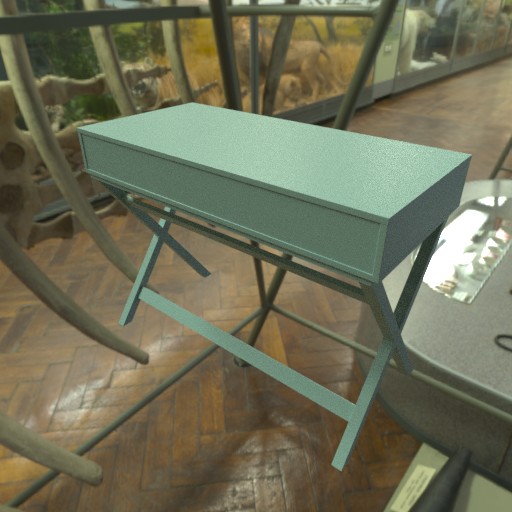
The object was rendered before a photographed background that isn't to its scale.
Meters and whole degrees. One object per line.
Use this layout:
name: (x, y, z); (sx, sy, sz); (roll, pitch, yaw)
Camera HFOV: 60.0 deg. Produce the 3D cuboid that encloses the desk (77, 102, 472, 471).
desk: (0.000, 0.000, 1.482); (1.059, 0.780, 0.509); (23, 37, 33)
